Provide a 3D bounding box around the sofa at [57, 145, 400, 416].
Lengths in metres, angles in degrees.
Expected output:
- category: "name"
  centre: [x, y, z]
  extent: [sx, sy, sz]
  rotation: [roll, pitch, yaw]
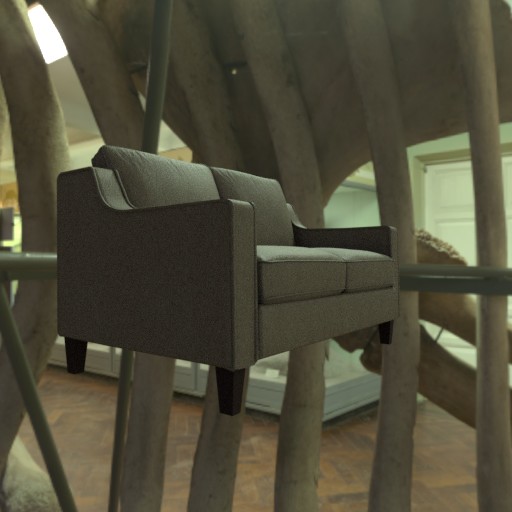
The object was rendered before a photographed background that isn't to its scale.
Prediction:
- category: "sofa"
  centre: [0.000, 0.000, 2.171]
  extent: [0.985, 0.981, 1.503]
  rotation: [0, 0, 36]
